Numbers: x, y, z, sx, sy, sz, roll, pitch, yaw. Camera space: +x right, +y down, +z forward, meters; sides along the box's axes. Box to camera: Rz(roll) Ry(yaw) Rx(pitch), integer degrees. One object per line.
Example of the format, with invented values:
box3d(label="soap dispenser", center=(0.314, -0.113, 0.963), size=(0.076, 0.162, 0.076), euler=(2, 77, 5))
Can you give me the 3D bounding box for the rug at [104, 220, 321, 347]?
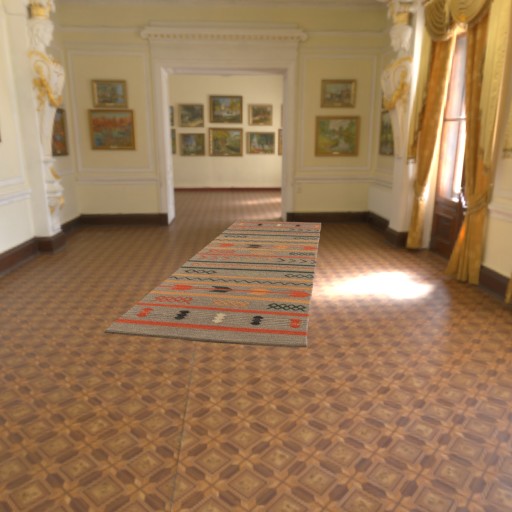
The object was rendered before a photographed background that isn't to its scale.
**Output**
box3d(label="rug", center=(0.000, 0.000, 2.713), size=(0.744, 0.022, 2.419), euler=(2, 15, 9))
